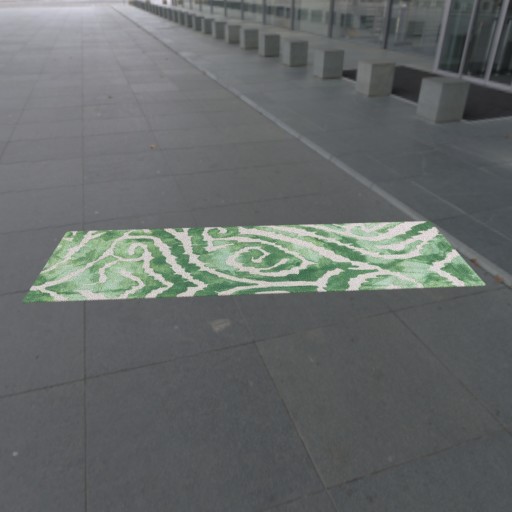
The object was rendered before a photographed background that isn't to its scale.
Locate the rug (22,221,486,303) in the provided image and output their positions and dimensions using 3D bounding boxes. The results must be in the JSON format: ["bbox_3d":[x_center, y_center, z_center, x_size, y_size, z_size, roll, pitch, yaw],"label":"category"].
[{"bbox_3d":[0.000,0.000,2.649,2.438,0.006,0.761,-2,31,-3],"label":"rug"}]
